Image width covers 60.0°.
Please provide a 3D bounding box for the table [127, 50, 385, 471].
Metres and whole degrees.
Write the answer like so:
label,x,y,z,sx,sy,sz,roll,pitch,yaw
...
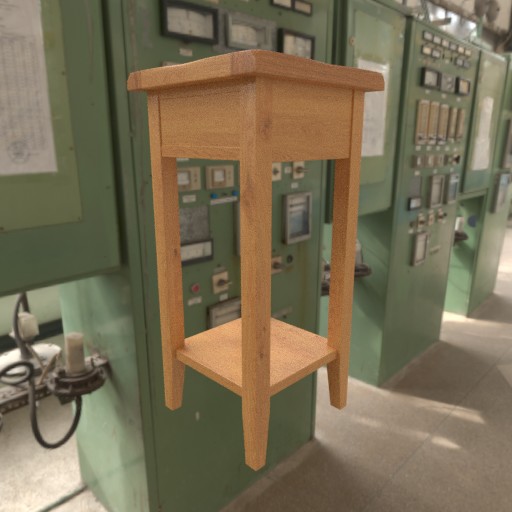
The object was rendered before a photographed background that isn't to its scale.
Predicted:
label,x,y,z,sx,sy,sz,roll,pitch,yaw
table,0.000,0.000,0.963,0.360,0.740,0.360,14,21,43
